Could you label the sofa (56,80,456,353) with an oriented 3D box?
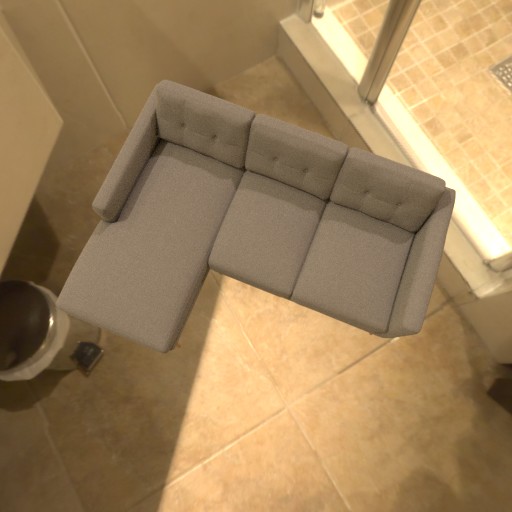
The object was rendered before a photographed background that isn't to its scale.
[{"bbox_3d":[0.000,0.000,2.769,2.040,0.860,1.530,21,76,5],"label":"sofa"}]
